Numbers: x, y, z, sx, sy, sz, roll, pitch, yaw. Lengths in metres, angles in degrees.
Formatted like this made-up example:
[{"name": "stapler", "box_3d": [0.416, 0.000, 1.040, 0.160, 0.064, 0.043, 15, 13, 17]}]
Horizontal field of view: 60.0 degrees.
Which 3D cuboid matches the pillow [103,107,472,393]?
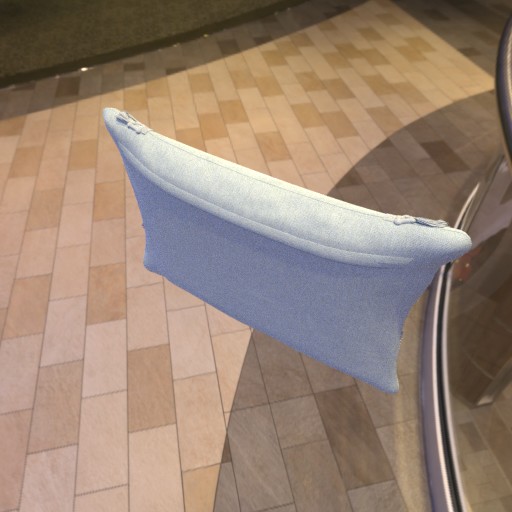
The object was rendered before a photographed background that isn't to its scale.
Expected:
[{"name": "pillow", "box_3d": [0.000, 0.000, 0.593, 0.466, 0.305, 0.084, 24, 50, 22]}]
